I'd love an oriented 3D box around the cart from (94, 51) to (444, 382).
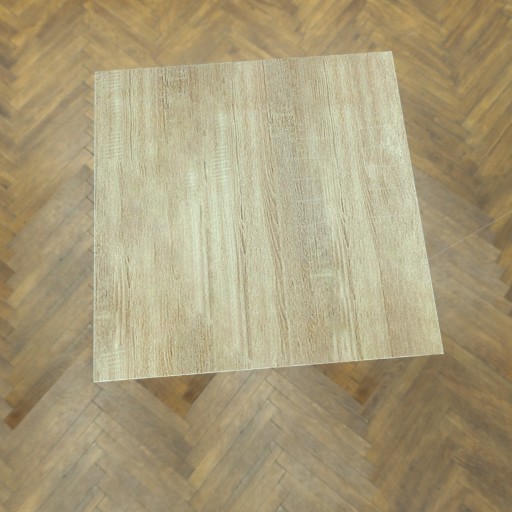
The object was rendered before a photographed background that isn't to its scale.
[{"bbox_3d":[0.000,0.000,1.085,0.520,0.762,0.521,-4,77,-1],"label":"cart"}]
